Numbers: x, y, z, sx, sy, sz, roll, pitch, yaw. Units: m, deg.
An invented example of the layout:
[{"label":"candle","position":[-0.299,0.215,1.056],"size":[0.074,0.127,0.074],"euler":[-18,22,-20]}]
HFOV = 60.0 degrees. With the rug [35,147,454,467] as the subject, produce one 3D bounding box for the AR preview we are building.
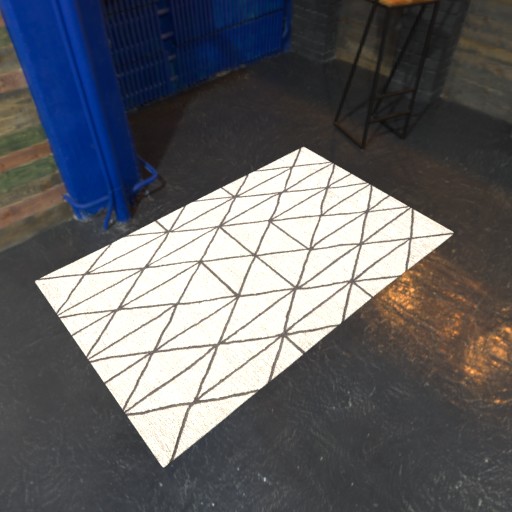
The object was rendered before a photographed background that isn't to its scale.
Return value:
[{"label":"rug","position":[0.000,0.000,3.030],"size":[2.465,0.008,1.526],"euler":[-32,53,-27]}]
